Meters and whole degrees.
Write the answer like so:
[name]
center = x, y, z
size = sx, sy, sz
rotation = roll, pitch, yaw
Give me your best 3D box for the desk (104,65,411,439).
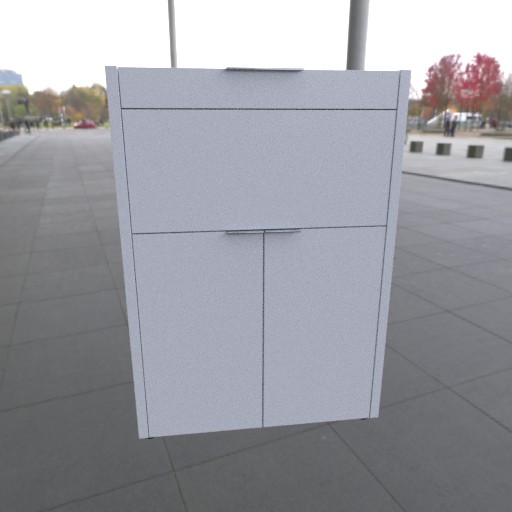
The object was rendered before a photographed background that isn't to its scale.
[desk]
center = 0.000, 0.000, 1.560
size = 0.850, 1.190, 0.390
rotation = -2, 17, -7
